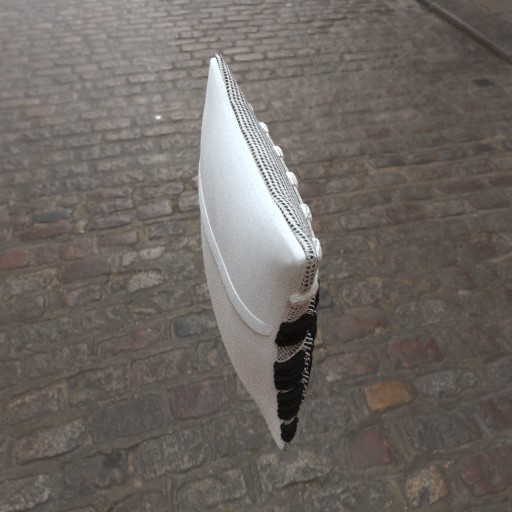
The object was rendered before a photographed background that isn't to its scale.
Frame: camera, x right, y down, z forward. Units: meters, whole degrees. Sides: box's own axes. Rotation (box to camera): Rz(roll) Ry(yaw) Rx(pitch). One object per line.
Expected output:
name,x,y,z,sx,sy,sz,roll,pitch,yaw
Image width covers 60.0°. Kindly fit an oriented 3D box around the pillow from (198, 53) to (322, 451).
pillow,0.000,0.000,0.670,0.156,0.438,0.436,-10,47,-10
